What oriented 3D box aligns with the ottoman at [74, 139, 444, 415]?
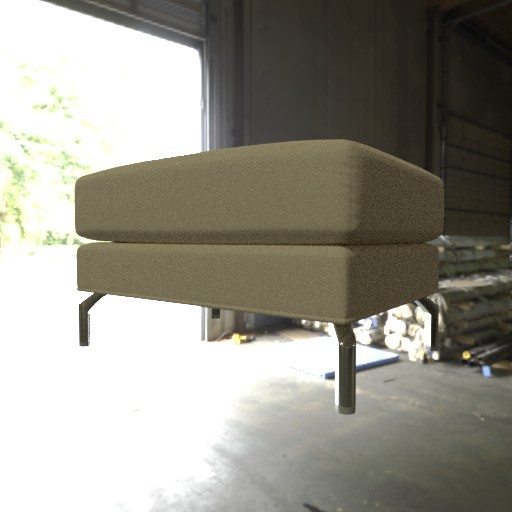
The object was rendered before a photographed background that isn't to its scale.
[{"bbox_3d":[0.000,0.000,1.194,0.835,0.497,0.581,2,3,37],"label":"ottoman"}]
